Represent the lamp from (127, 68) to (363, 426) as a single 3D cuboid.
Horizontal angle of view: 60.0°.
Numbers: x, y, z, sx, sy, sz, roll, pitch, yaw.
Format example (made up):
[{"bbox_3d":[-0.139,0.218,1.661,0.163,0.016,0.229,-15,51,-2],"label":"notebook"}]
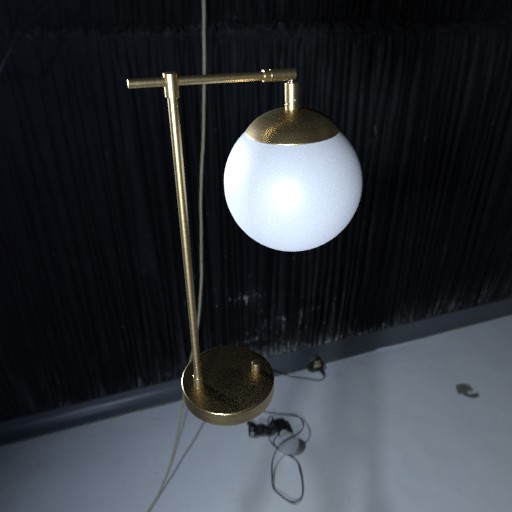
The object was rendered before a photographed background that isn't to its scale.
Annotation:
[{"bbox_3d":[0.000,0.000,0.710,0.324,0.559,0.207,-11,32,-17],"label":"lamp"}]
